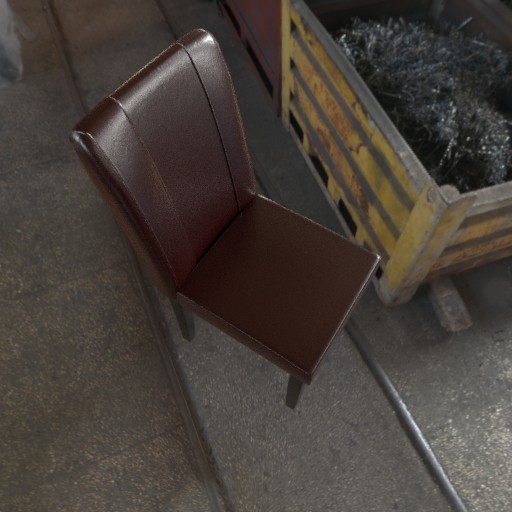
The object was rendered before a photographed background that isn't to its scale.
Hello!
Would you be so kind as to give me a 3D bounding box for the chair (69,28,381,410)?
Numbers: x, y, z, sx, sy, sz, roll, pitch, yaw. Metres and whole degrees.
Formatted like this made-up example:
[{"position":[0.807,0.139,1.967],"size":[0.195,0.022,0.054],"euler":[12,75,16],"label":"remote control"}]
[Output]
[{"position":[0.000,0.000,1.156],"size":[0.556,0.897,0.399],"euler":[29,63,16],"label":"chair"}]
